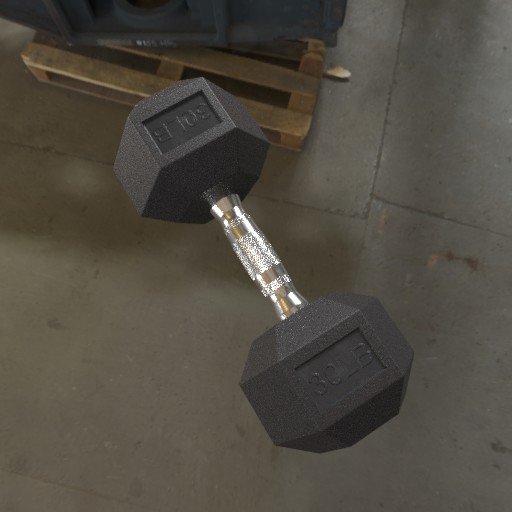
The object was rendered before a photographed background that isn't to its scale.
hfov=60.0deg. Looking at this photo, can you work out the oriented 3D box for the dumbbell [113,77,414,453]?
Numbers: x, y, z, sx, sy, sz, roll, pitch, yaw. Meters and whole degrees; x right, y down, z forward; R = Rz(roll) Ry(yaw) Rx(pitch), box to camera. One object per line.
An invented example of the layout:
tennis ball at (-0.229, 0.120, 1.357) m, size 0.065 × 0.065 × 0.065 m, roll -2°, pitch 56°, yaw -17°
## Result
dumbbell at (0.000, 0.000, 0.401) m, size 0.142 × 0.123 × 0.337 m, roll -31°, pitch 78°, yaw -7°
